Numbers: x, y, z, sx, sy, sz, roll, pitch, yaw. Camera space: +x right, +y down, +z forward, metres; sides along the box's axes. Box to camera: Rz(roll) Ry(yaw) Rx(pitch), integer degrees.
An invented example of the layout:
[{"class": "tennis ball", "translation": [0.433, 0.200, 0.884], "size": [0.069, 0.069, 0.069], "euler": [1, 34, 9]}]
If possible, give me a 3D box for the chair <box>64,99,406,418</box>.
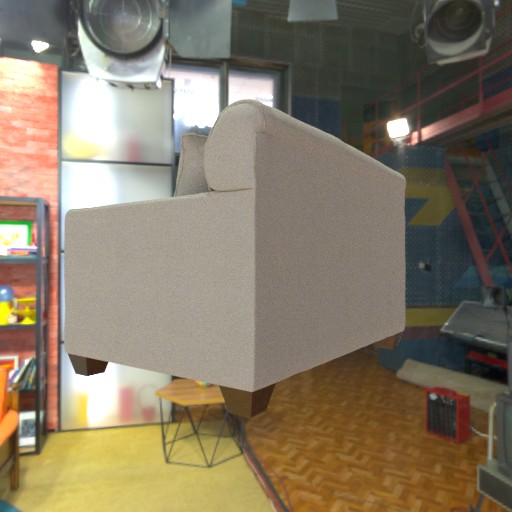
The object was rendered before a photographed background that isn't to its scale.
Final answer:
[{"class": "chair", "translation": [0.000, 0.000, 2.059], "size": [1.000, 0.948, 1.383], "euler": [-1, -1, 36]}]
